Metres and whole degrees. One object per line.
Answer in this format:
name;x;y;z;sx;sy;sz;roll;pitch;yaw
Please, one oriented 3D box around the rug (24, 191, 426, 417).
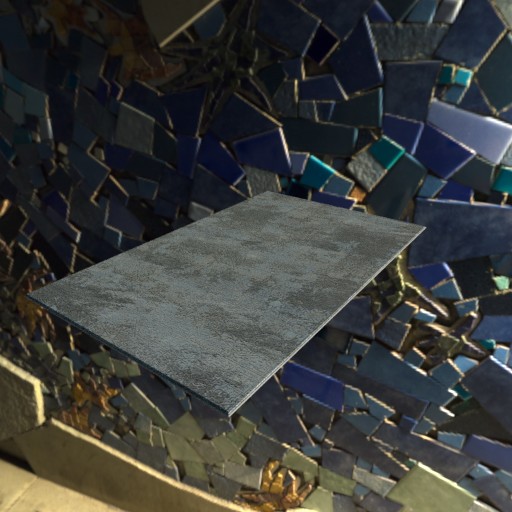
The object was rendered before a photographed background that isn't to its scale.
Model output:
rug;0.000;0.000;3.023;1.536;0.012;2.431;18;31;32
